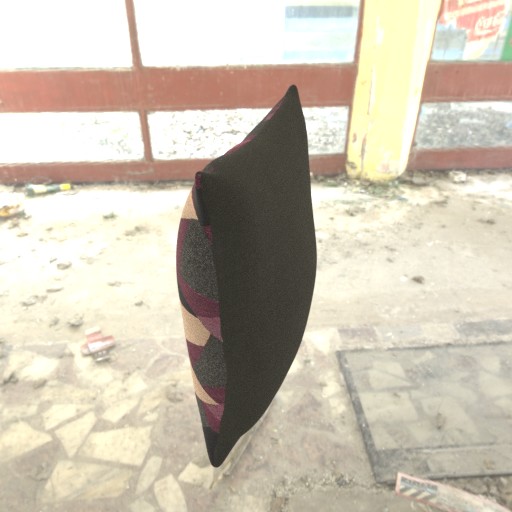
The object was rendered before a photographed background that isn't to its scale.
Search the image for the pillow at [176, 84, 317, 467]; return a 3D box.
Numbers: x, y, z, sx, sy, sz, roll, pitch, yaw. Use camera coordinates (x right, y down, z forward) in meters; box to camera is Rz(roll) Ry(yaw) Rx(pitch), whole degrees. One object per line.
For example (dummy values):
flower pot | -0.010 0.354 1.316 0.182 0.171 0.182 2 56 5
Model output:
pillow | 0.000 0.000 0.779 0.208 0.496 0.503 8 32 14
